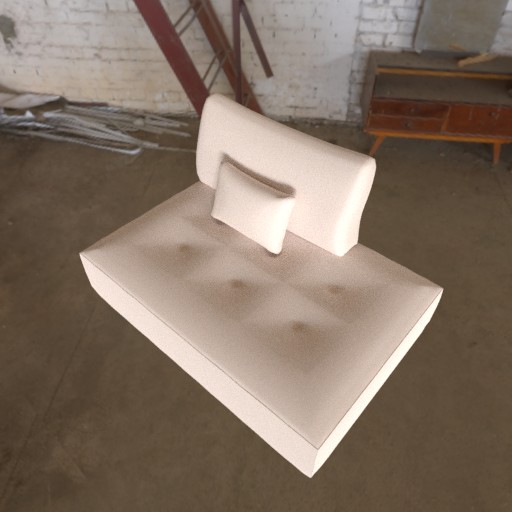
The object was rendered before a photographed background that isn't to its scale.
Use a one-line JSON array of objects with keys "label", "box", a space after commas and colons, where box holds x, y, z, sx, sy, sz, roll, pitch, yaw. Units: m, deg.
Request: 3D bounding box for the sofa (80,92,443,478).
[{"label": "sofa", "box": [0.000, 0.000, 2.042, 1.450, 0.820, 1.000, 32, 53, 28]}]
